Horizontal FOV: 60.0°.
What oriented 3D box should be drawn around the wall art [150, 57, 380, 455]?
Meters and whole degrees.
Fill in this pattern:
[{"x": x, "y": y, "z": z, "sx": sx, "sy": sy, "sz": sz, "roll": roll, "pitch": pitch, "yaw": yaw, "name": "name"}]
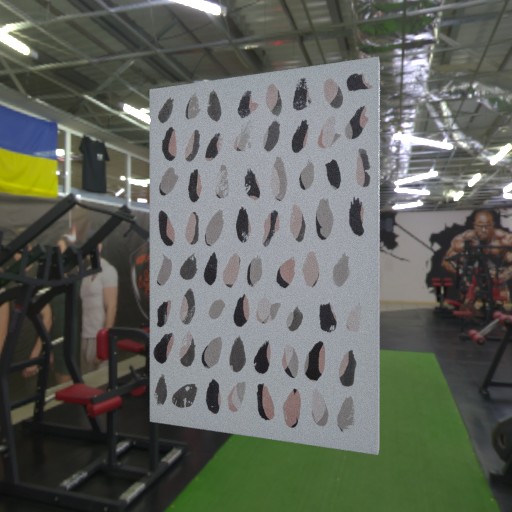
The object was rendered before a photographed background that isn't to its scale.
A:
[{"x": 0.000, "y": 0.000, "z": 1.137, "sx": 0.610, "sy": 0.916, "sz": 0.037, "roll": 0, "pitch": 0, "yaw": 20, "name": "wall art"}]
